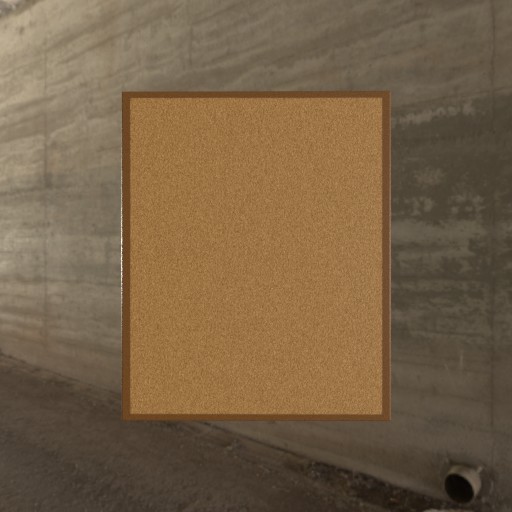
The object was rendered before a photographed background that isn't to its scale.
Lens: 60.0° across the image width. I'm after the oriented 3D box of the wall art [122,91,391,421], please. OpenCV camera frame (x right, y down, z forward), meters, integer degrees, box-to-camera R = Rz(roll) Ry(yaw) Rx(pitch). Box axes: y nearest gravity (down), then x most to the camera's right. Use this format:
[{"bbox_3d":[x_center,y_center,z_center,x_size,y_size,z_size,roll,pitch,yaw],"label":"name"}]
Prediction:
[{"bbox_3d":[0.000,0.000,0.748,0.449,0.550,0.021,0,0,0],"label":"wall art"}]
